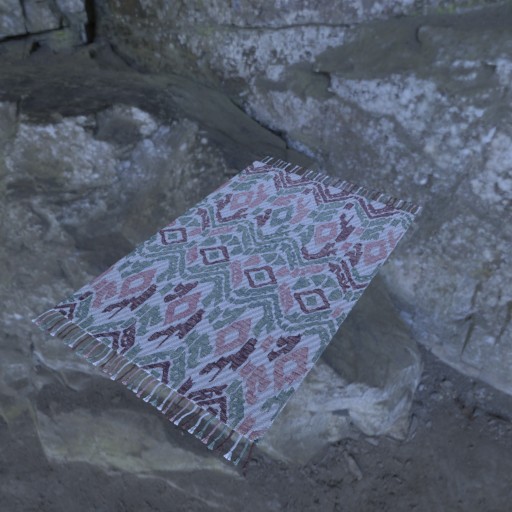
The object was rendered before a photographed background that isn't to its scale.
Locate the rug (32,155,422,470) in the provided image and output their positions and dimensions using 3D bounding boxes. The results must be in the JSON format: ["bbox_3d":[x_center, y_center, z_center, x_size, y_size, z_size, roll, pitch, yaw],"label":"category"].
[{"bbox_3d":[0.000,0.000,3.011,1.524,0.011,2.438,24,47,25],"label":"rug"}]
